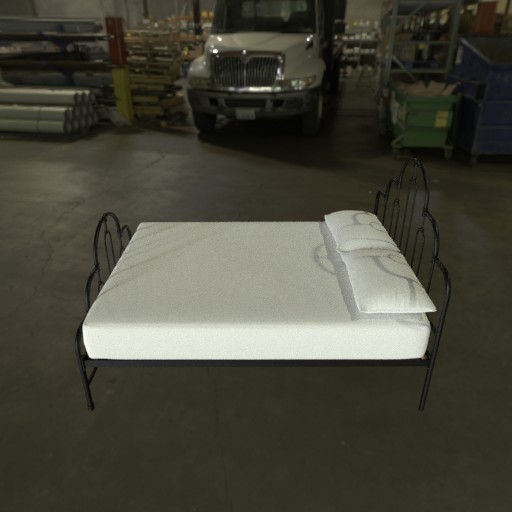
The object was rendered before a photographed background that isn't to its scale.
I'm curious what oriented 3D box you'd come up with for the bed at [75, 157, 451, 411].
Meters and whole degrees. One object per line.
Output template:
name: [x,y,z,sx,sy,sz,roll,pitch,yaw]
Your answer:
bed: [0.000,0.000,3.264,2.181,1.444,1.626,0,27,0]
